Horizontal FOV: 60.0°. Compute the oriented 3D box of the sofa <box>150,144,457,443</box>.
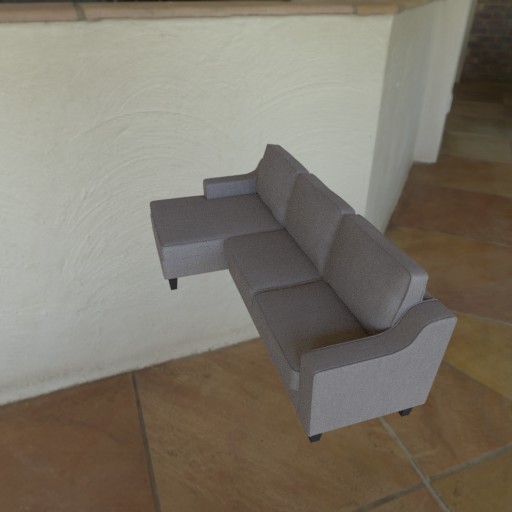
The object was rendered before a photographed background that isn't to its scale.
[{"bbox_3d":[0.000,0.000,3.193,1.294,0.928,2.561,-9,33,-15],"label":"sofa"}]
